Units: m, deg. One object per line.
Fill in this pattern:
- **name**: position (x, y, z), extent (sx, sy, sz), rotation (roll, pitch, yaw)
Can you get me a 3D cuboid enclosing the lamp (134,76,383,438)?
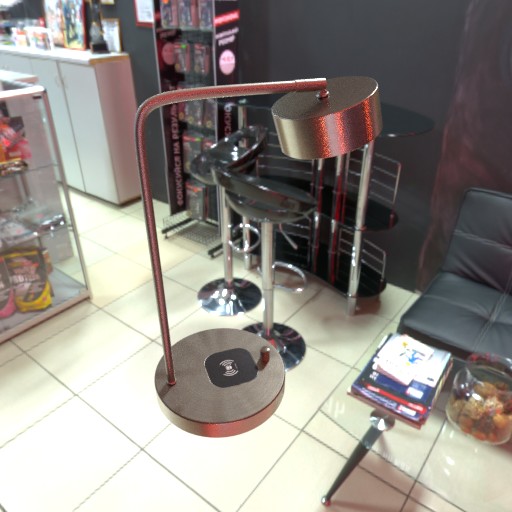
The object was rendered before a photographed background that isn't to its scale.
- **lamp**: position (0.000, 0.000, 0.635), extent (0.334, 0.469, 0.211), rotation (-10, 32, -17)
